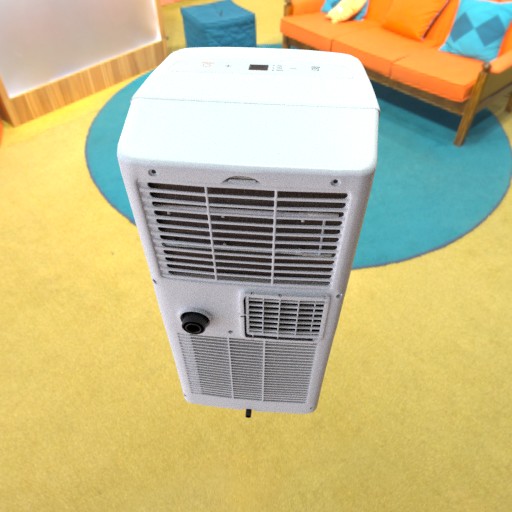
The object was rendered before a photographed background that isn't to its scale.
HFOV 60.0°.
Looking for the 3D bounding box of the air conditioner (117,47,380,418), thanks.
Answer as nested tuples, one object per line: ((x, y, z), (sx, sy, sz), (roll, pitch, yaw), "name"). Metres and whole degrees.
((0.000, 0.000, 0.776), (0.304, 0.606, 0.349), (4, 46, 4), "air conditioner")
